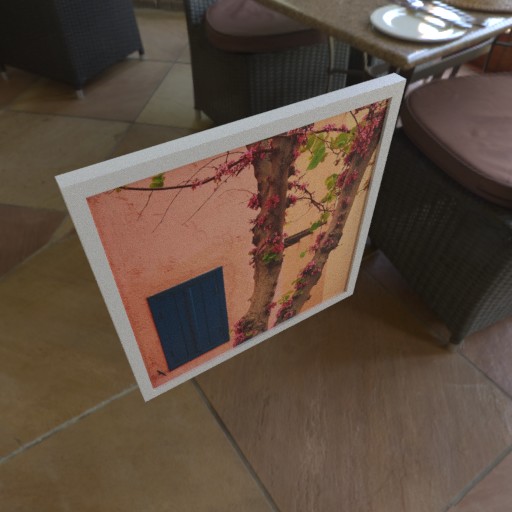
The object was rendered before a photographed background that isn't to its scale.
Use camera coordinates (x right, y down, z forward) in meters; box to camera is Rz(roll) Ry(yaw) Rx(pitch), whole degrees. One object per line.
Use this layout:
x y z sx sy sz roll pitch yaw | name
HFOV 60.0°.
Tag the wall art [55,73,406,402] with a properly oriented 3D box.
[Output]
0.000 0.000 1.139 0.762 0.762 0.038 -24 51 -21 | wall art
